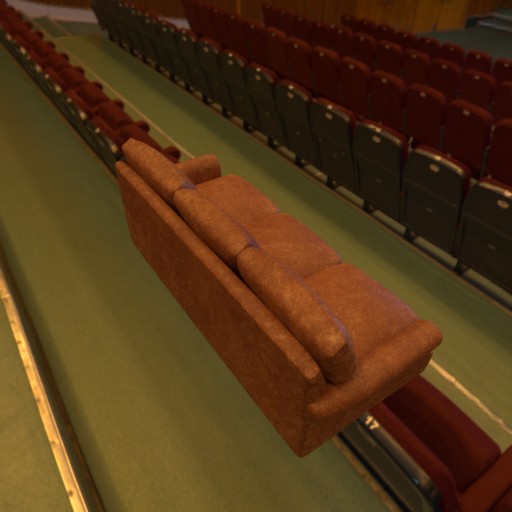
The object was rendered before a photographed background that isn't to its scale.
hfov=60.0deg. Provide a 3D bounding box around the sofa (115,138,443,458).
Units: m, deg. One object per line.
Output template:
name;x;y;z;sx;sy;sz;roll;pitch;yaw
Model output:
sofa;0.000;0.000;2.874;0.973;0.977;2.351;-24;46;-26
